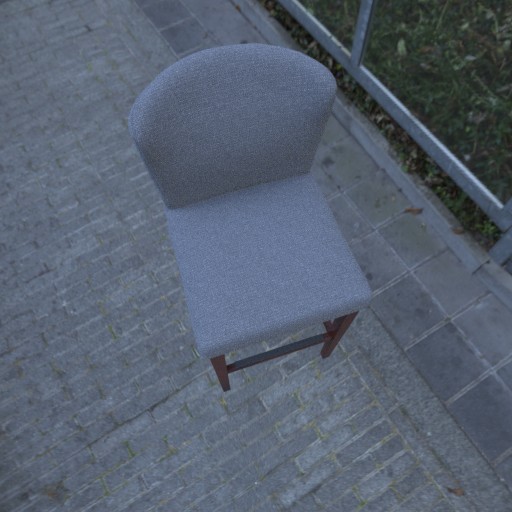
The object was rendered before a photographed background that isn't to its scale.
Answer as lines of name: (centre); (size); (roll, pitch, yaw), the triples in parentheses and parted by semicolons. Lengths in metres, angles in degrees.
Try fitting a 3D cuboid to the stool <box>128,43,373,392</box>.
stool: (0.000, 0.000, 1.358); (0.486, 1.069, 0.568); (-16, 64, -8)
